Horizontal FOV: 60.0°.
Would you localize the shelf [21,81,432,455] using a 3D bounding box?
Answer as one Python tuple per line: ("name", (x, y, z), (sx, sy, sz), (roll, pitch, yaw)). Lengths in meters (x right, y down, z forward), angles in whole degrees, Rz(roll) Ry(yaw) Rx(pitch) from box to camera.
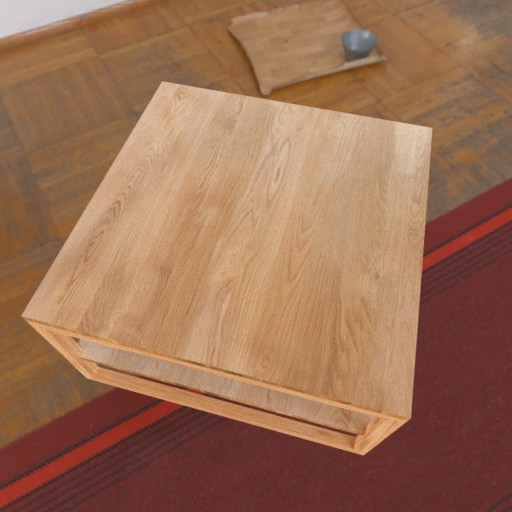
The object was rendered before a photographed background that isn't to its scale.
("shelf", (0.000, 0.000, 1.409), (0.899, 0.480, 0.899), (13, 58, 8))
